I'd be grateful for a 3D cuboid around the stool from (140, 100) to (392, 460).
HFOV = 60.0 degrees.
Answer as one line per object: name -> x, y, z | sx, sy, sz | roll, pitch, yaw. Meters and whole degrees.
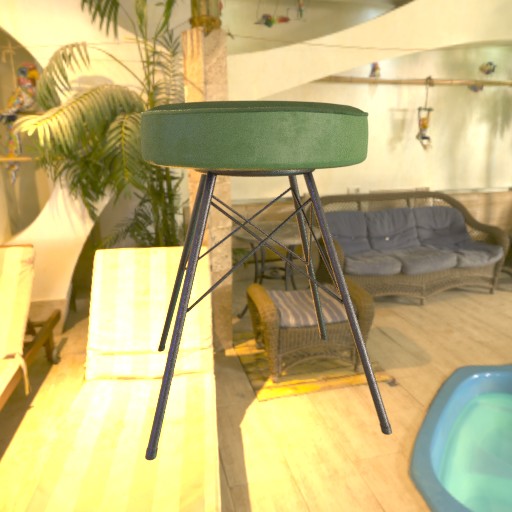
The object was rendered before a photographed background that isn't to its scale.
stool -> 0.000, 0.000, 0.921 | 0.457, 0.595, 0.430 | -2, 16, -9
